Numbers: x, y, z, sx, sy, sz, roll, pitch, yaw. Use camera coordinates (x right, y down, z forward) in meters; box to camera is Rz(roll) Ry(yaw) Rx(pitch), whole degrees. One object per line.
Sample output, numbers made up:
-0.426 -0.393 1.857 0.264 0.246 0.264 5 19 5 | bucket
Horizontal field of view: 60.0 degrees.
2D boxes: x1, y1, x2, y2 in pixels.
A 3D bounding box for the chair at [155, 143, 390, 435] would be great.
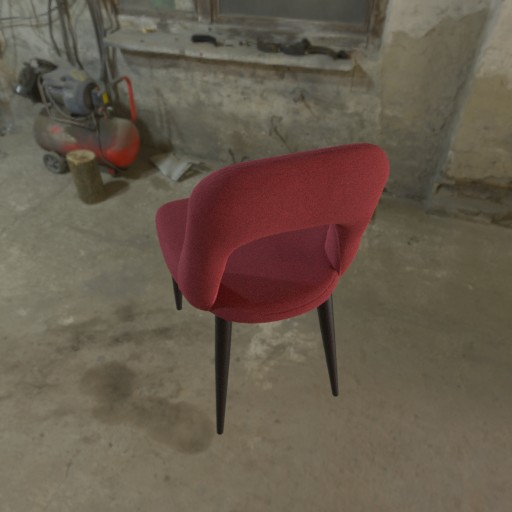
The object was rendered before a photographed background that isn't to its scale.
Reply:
0.000 0.000 1.211 0.483 0.892 0.569 -13 44 -14 | chair
